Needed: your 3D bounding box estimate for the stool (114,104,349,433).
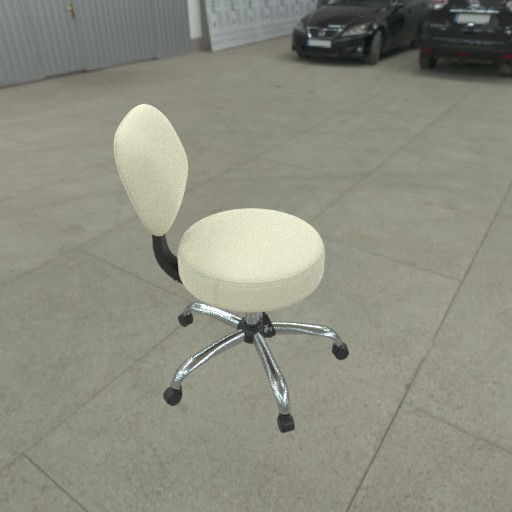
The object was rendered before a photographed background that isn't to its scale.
[{"bbox_3d":[0.000,0.000,1.269,0.616,0.810,0.609,0,33,-1],"label":"stool"}]
